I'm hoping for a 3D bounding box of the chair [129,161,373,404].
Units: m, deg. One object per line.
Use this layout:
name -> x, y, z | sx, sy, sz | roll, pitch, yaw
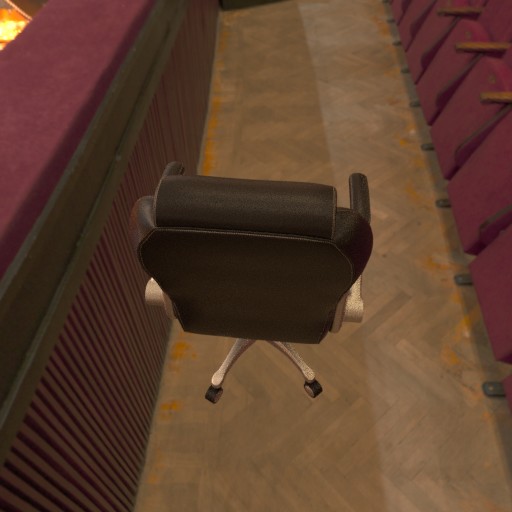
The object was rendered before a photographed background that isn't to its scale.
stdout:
chair -> 0.000, 0.000, 1.564 | 0.724, 1.141, 0.801 | 4, 48, 4
